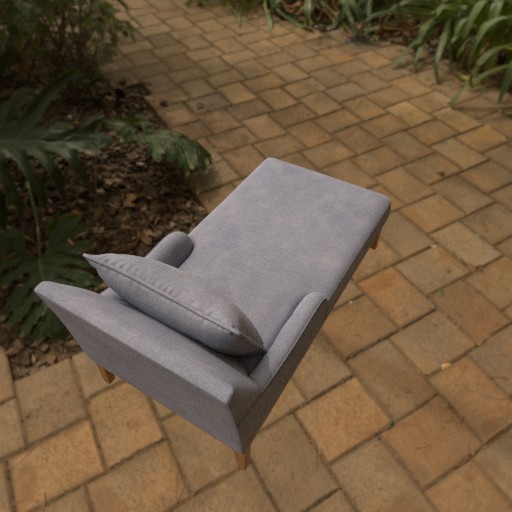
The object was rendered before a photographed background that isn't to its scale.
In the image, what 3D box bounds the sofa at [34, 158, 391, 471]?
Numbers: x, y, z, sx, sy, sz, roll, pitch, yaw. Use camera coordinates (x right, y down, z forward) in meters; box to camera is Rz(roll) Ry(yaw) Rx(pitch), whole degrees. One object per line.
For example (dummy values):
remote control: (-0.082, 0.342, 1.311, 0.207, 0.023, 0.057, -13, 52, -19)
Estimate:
sofa: (0.000, 0.000, 2.293, 0.904, 0.883, 1.779, 23, 50, 21)
